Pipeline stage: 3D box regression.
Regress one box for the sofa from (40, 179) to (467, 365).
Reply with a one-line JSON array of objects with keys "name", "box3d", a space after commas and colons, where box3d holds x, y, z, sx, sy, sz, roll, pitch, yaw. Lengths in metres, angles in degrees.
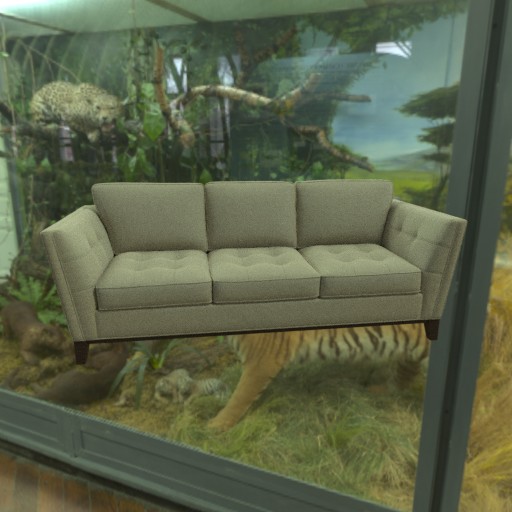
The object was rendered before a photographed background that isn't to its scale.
[{"name": "sofa", "box3d": [0.000, 0.000, 2.971, 2.388, 0.940, 0.965, -2, 15, -8]}]
